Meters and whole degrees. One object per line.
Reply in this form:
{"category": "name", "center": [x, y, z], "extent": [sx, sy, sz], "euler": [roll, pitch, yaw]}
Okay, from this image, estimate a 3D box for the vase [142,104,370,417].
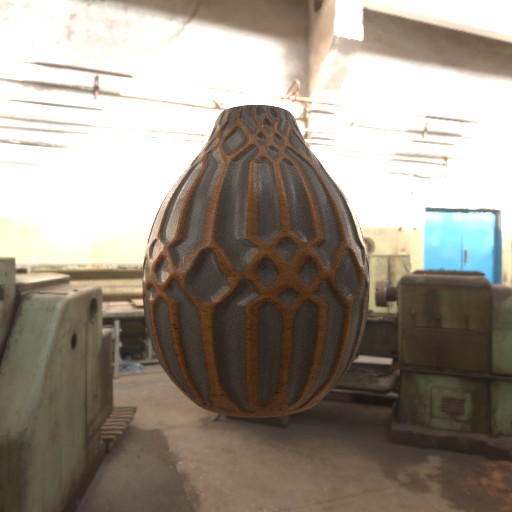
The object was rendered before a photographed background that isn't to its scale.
{"category": "vase", "center": [0.000, 0.000, 0.139], "extent": [0.069, 0.088, 0.069], "euler": [0, 0, 0]}
